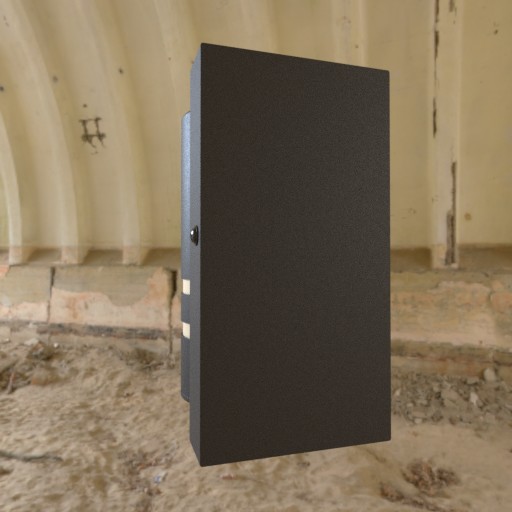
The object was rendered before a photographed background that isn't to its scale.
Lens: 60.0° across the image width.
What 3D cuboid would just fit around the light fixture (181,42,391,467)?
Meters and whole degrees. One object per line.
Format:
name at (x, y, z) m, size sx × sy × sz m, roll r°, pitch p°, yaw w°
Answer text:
light fixture at (0.000, 0.000, 0.266) m, size 0.098 × 0.179 × 0.138 m, roll 0°, pitch -1°, yaw -18°
